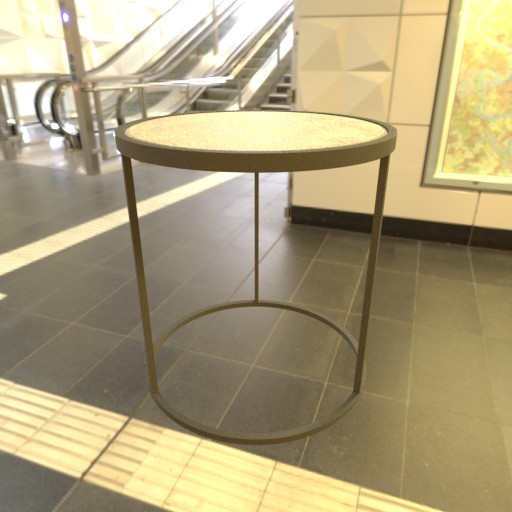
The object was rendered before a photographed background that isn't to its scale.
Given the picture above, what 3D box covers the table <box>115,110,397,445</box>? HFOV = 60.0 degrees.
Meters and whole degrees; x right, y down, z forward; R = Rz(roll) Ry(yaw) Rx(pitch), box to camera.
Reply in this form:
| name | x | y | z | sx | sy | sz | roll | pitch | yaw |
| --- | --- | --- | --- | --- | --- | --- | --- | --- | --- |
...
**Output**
| name | x | y | z | sx | sy | sz | roll | pitch | yaw |
| --- | --- | --- | --- | --- | --- | --- | --- | --- | --- |
| table | 0.000 | 0.000 | 0.869 | 0.470 | 0.498 | 0.470 | 0 | 25 | 0 |
